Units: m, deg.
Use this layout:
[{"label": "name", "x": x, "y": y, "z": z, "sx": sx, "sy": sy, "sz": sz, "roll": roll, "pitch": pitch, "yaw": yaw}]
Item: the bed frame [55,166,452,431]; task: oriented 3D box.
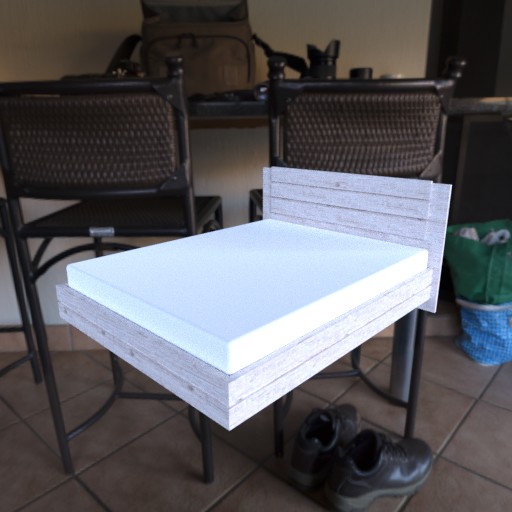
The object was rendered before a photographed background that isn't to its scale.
[{"label": "bed frame", "x": 0.000, "y": 0.000, "z": 3.049, "sx": 1.750, "sy": 0.970, "sz": 2.080, "roll": 15, "pitch": 23, "yaw": 41}]
